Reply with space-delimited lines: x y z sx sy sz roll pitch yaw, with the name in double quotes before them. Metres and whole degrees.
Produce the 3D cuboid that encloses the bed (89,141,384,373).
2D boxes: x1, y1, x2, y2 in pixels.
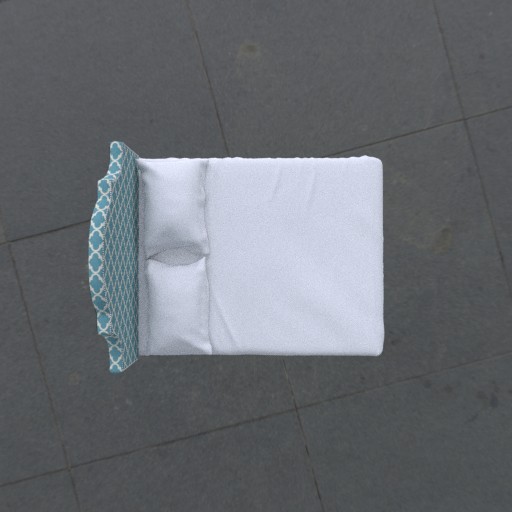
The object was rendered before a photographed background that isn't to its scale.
"bed" 0.000 0.000 3.418 2.222 1.633 1.780 0 90 1
